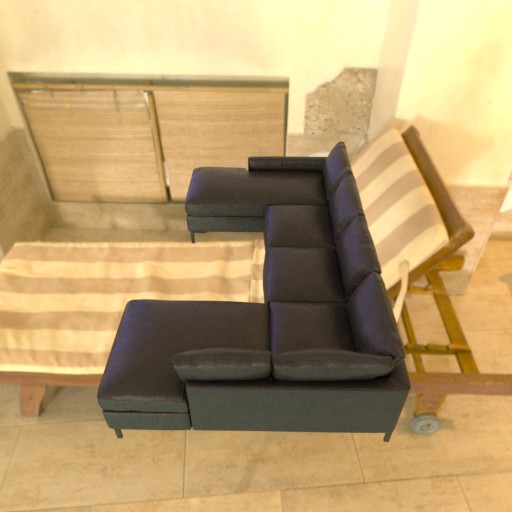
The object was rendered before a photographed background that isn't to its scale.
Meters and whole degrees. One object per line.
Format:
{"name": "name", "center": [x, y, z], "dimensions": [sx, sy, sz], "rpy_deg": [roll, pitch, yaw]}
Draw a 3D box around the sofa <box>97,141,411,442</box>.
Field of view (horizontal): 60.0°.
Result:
{"name": "sofa", "center": [0.000, 0.000, 3.881], "dimensions": [1.939, 0.900, 2.956], "rpy_deg": [1, 40, 1]}
